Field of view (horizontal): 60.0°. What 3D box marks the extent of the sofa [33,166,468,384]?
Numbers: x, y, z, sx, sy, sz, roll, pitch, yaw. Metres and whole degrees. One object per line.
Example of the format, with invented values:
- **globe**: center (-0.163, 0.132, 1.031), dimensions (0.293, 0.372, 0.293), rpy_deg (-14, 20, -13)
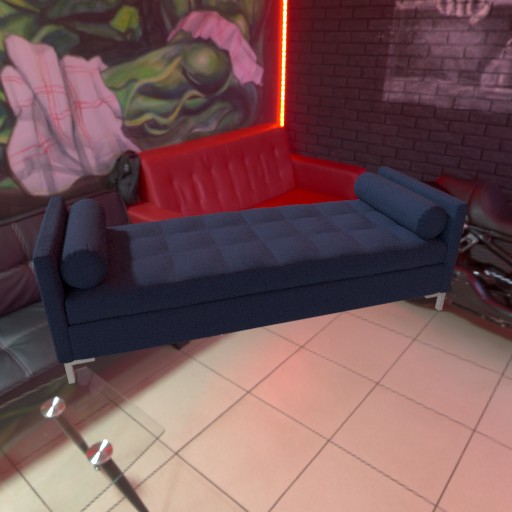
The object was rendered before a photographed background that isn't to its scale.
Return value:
- **sofa**: center (0.000, 0.000, 2.470), dimensions (2.102, 0.657, 0.797), rpy_deg (-8, 28, -16)
